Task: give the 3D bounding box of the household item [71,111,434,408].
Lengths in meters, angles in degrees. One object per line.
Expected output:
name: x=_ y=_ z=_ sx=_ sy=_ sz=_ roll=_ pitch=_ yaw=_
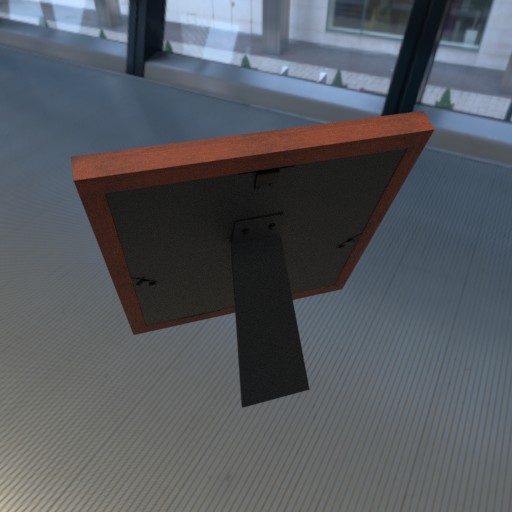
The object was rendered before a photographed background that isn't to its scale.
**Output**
household item: x=0.000 y=0.000 z=0.380 sx=0.240 sy=0.240 sz=0.131 roll=-11 pitch=42 yaw=-13
